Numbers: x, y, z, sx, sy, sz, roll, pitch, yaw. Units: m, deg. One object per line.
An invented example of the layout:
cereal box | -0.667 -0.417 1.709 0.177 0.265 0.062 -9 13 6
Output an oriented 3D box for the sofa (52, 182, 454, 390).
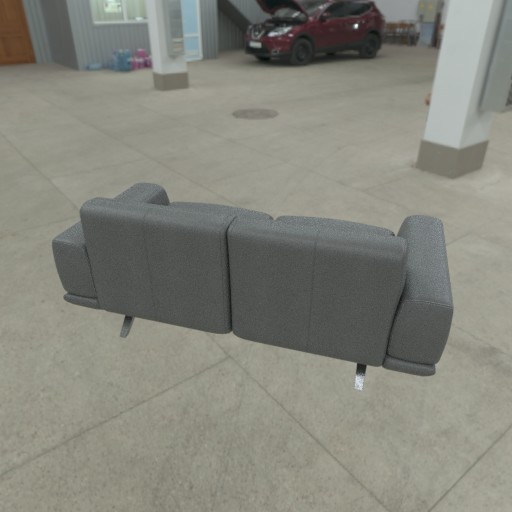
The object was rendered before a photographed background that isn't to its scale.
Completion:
sofa | 0.000 0.000 2.398 1.901 0.772 0.900 9 31 15
